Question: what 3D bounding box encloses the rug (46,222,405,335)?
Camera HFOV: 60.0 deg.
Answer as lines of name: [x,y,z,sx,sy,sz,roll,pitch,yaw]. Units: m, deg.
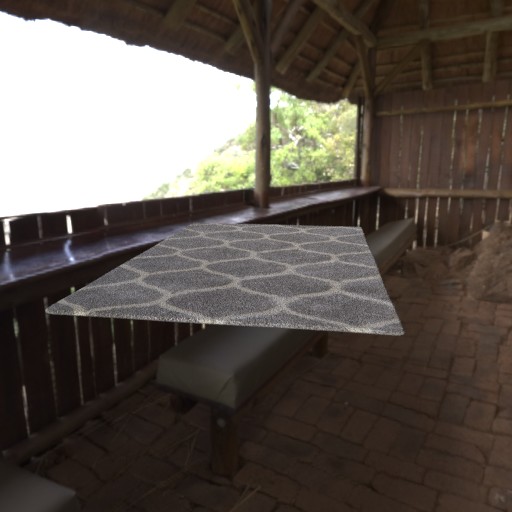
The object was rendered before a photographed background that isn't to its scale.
rug: [0.000,0.000,3.442,1.801,0.026,2.701,2,14,9]
